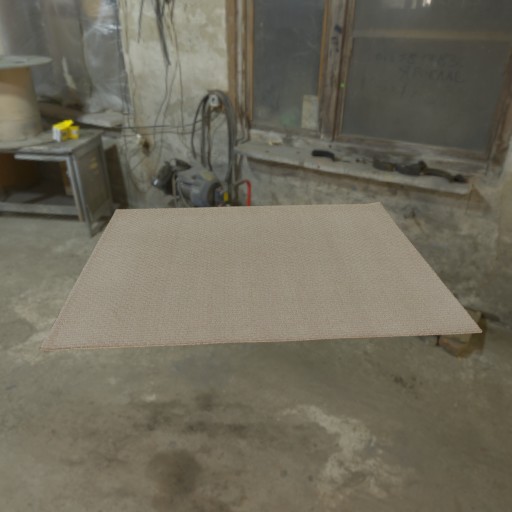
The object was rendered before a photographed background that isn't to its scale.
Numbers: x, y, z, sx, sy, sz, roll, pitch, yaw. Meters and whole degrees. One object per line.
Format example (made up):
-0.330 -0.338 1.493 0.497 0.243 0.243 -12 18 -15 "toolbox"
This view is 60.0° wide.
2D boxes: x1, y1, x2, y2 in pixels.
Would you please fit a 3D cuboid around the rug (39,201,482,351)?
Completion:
0.000 0.000 3.867 2.897 0.035 2.277 -2 29 -3 "rug"
